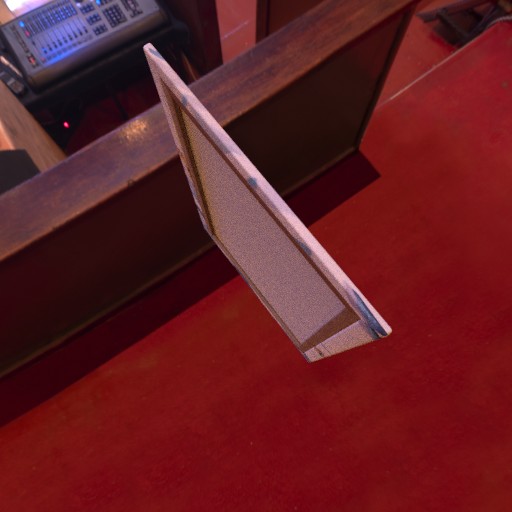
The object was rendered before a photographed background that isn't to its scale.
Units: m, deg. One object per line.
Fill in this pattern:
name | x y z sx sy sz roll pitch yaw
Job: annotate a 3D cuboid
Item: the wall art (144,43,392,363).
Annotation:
wall art | 0.000 0.000 1.119 0.016 0.914 0.610 -36 77 -10
